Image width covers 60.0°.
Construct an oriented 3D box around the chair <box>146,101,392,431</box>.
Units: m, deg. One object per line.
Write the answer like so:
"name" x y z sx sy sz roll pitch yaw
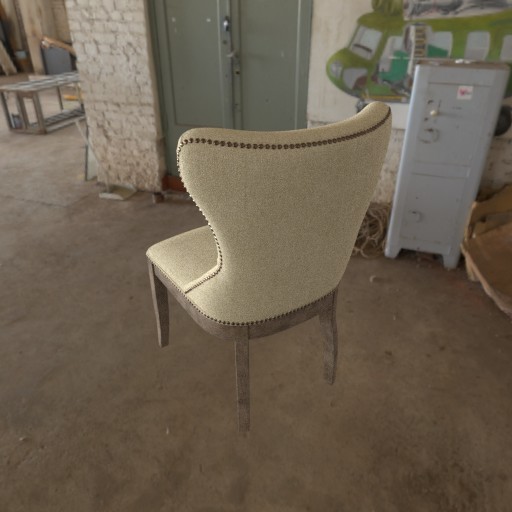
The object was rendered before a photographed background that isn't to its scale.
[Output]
"chair" 0.000 0.000 1.489 0.654 1.002 0.681 -18 34 -28
